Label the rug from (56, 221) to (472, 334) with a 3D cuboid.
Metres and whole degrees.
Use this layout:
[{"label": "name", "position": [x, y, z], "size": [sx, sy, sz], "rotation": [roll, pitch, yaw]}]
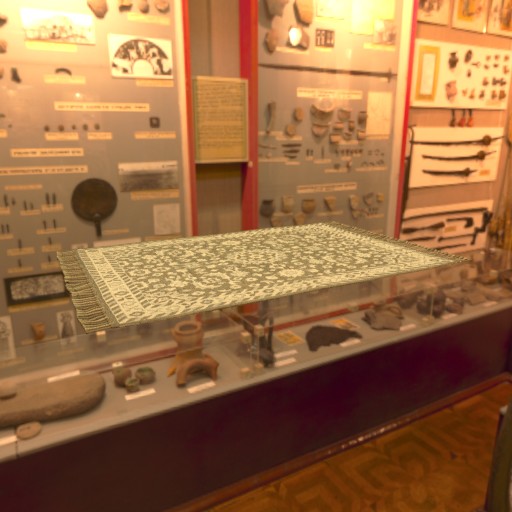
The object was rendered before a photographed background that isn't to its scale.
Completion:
[{"label": "rug", "position": [0.000, 0.000, 3.032], "size": [2.431, 0.025, 1.530], "rotation": [-8, 17, -27]}]
